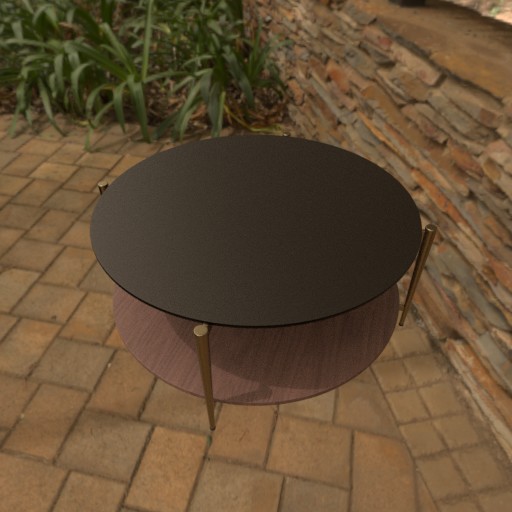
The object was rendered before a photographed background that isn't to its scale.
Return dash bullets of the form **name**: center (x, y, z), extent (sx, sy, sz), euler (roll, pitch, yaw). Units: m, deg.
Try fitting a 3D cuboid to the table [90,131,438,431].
- **table**: center (0.000, 0.000, 1.429), extent (0.938, 0.400, 0.938), euler (-11, 41, -12)
